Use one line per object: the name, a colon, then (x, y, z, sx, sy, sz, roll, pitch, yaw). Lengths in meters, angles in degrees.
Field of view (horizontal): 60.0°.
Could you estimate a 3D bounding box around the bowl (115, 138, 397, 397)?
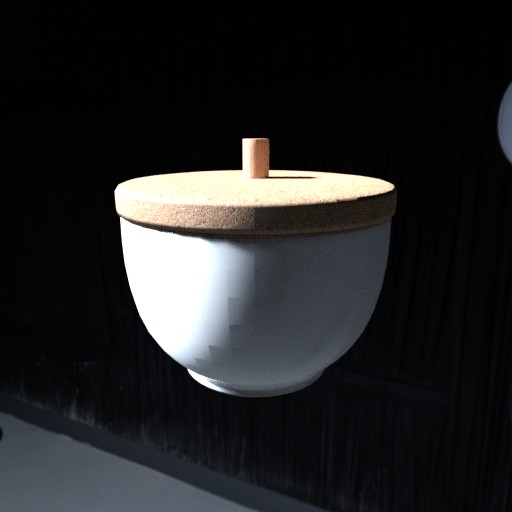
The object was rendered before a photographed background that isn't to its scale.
bowl: (0.000, 0.000, 0.216, 0.126, 0.110, 0.126, 0, 15, 0)
